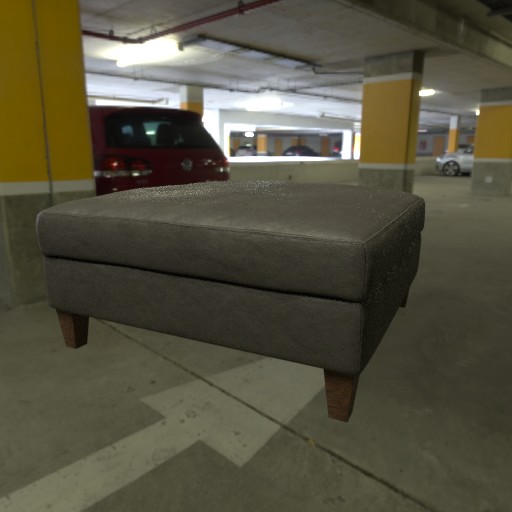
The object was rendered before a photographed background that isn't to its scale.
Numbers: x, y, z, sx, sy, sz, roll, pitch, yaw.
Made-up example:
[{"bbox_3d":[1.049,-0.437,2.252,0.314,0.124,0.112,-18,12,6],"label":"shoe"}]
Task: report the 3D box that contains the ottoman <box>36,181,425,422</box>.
[{"bbox_3d":[0.000,0.000,1.289,0.844,0.415,0.836,7,15,26],"label":"ottoman"}]
